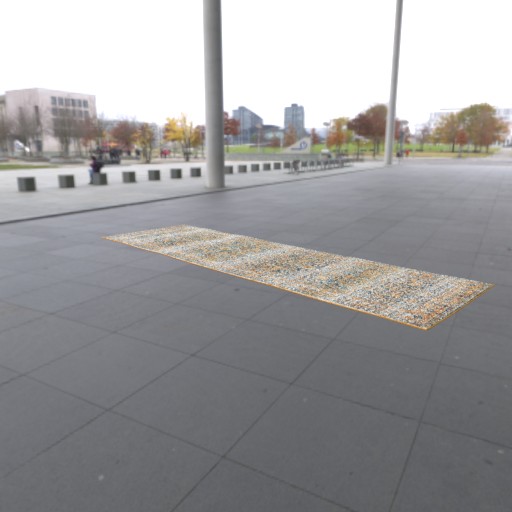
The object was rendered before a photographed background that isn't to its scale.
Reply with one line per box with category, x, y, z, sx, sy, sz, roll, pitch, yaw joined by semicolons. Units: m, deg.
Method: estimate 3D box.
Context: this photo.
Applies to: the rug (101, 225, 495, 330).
rug;0.000;0.000;2.506;2.294;0.014;0.704;13;19;43
